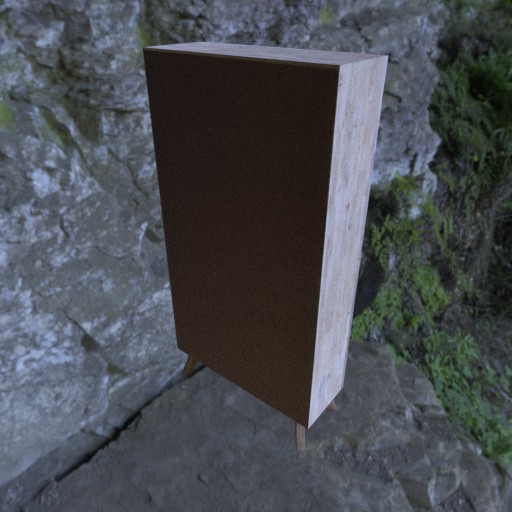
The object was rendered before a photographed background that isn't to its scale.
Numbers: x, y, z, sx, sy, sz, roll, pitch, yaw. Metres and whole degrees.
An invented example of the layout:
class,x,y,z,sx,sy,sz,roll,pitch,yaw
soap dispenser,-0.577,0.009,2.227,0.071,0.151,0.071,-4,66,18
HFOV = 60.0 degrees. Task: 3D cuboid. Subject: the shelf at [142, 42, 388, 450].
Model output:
class,x,y,z,sx,sy,sz,roll,pitch,yaw
shelf,0.000,0.000,1.743,0.748,1.471,0.308,22,37,33
